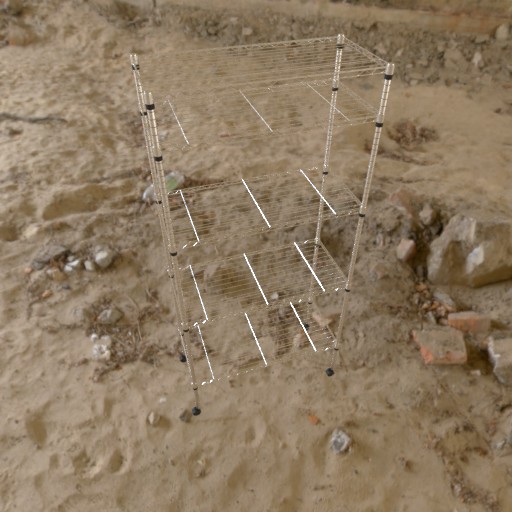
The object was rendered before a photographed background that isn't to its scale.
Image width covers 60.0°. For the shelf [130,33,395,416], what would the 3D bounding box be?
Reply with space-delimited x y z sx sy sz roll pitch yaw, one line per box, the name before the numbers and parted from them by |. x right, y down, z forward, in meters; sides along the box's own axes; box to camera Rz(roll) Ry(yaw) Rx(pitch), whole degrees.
shelf | 0.000 0.000 1.867 0.762 1.587 0.356 -12 42 -14
